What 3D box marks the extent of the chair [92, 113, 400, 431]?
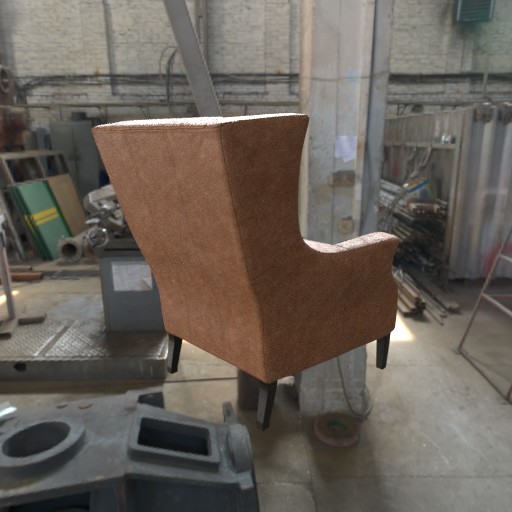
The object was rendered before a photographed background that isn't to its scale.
[{"bbox_3d":[0.000,0.000,1.713,0.853,1.016,0.926,14,21,43],"label":"chair"}]
